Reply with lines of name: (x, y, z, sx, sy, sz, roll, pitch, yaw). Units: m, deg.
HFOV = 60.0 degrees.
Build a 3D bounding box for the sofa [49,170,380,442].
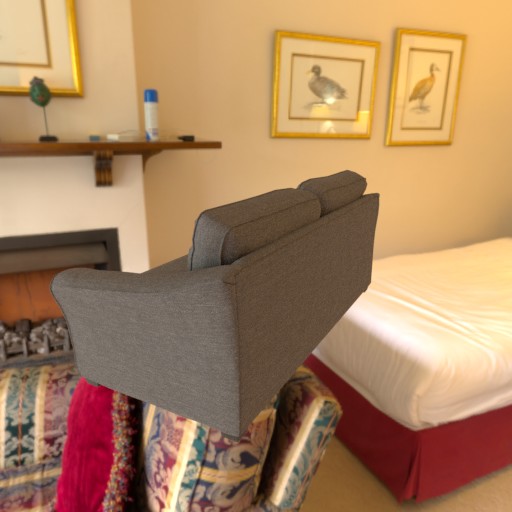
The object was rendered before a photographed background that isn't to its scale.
sofa: (0.000, 0.000, 2.745, 0.971, 0.950, 2.270, 9, 19, 27)
